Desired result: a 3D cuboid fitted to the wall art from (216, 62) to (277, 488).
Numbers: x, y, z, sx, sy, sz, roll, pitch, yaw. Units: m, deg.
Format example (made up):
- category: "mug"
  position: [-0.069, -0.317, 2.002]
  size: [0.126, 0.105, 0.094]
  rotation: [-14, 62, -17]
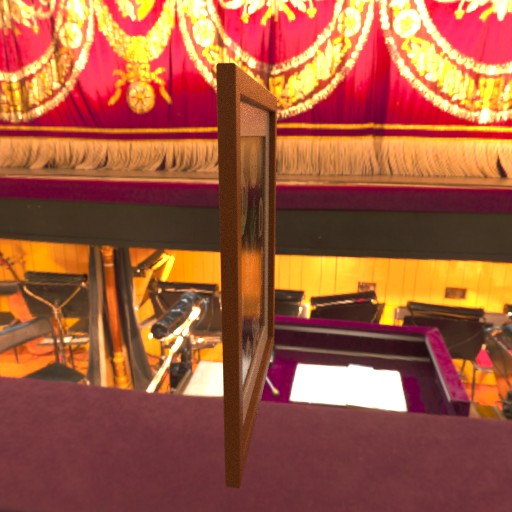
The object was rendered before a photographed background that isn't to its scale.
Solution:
- category: "wall art"
  position: [0.000, 0.000, 0.524]
  size: [0.015, 0.379, 0.310]
  rotation: [2, 15, 8]
